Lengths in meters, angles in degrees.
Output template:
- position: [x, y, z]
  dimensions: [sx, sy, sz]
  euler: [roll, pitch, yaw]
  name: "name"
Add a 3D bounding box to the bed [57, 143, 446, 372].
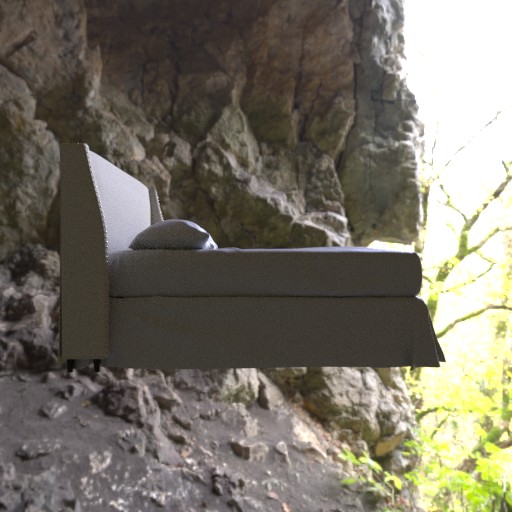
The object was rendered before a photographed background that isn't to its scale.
- position: [0.000, 0.000, 3.462]
  dimensions: [2.276, 1.332, 1.925]
  euler: [0, 0, 0]
  name: "bed"
